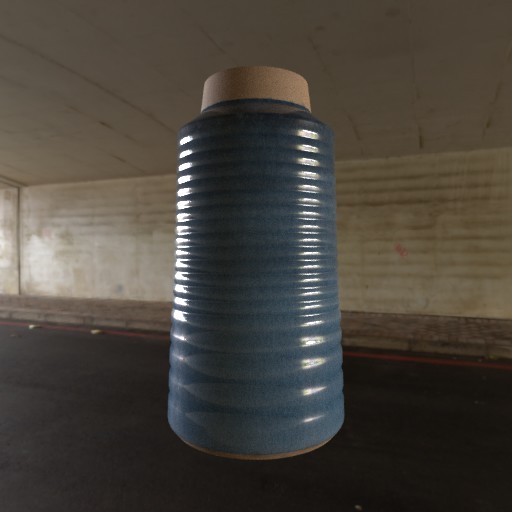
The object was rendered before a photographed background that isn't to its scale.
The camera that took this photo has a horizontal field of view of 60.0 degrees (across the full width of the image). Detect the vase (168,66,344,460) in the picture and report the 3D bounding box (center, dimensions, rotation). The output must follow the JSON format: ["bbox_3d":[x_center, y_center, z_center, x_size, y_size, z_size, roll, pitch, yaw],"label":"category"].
[{"bbox_3d":[0.000,0.000,0.416,0.163,0.316,0.163,0,1,0],"label":"vase"}]
